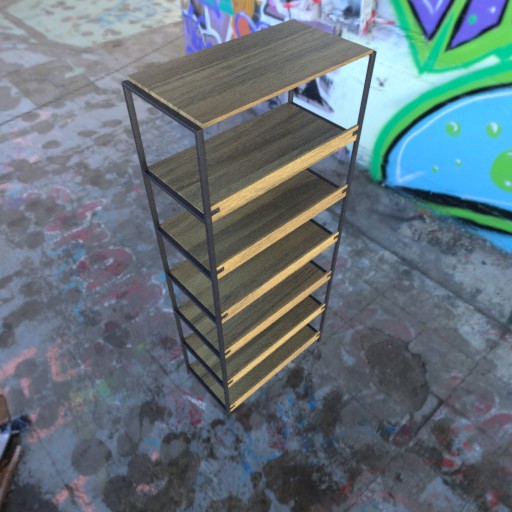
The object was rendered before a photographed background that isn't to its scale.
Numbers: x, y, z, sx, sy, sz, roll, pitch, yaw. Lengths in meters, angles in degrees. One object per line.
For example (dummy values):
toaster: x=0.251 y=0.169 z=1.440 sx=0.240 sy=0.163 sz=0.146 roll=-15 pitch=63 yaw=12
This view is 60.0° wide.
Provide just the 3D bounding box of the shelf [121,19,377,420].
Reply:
shelf: x=0.000 y=0.000 z=2.313 sx=0.847 sy=2.015 sz=0.431 roll=-33 pitch=55 yaw=-27
